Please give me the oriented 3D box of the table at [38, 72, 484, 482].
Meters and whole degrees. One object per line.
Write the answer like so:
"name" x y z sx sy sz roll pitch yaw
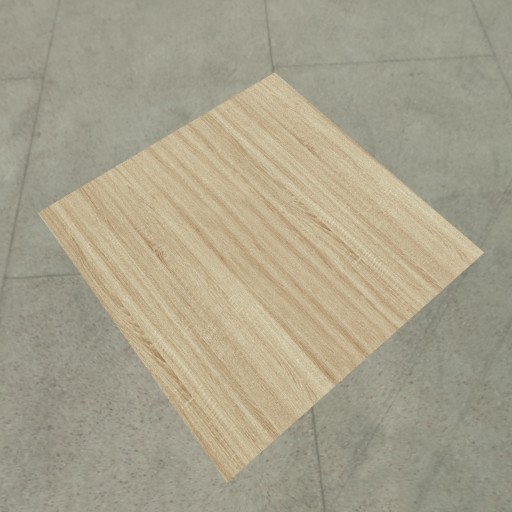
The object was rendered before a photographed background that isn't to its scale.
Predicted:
"table" 0.000 0.000 1.380 0.890 0.305 0.890 -36 69 -16
